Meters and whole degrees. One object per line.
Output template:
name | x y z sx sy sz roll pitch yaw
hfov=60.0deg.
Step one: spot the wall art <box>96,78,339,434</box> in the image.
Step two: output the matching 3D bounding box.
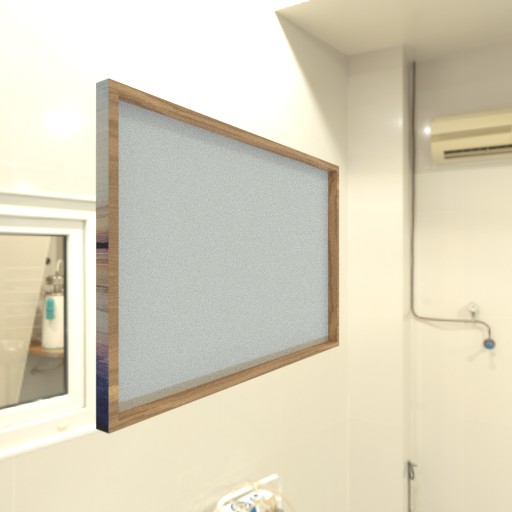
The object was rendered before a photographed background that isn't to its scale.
wall art | 0.000 0.000 1.133 0.037 0.605 0.911 0 0 36
